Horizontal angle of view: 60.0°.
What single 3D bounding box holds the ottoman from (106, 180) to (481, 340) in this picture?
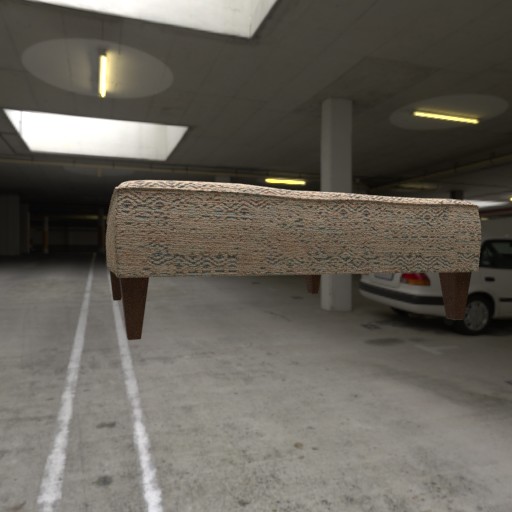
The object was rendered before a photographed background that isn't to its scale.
[{"bbox_3d":[0.000,0.000,1.527,0.968,0.356,1.004,0,0,-20],"label":"ottoman"}]
